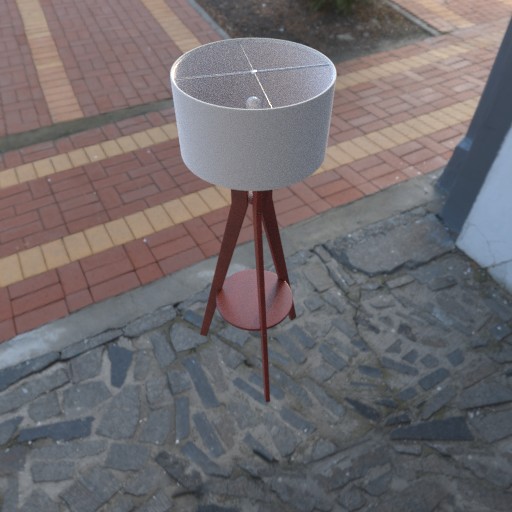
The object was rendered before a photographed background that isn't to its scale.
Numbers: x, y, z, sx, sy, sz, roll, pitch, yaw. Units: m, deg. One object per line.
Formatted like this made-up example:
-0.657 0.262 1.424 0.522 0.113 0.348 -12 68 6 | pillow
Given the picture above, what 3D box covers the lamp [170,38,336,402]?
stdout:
0.000 0.000 1.775 0.539 1.472 0.542 -9 47 -9 | lamp
